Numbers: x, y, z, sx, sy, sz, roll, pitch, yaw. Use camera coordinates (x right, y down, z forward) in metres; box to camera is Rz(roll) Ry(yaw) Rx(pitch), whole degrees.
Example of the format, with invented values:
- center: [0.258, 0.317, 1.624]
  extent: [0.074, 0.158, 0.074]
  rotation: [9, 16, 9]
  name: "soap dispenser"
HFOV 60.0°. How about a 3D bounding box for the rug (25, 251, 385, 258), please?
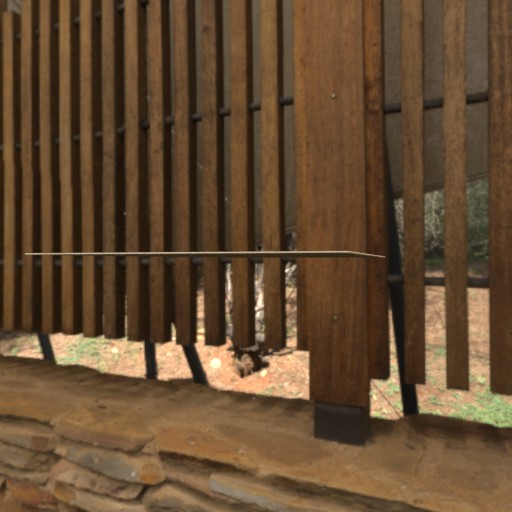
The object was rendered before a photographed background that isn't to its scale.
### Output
- center: [0.000, 0.000, 2.933]
  extent: [1.523, 0.006, 2.289]
  rotation: [0, -1, 19]
  name: "rug"
